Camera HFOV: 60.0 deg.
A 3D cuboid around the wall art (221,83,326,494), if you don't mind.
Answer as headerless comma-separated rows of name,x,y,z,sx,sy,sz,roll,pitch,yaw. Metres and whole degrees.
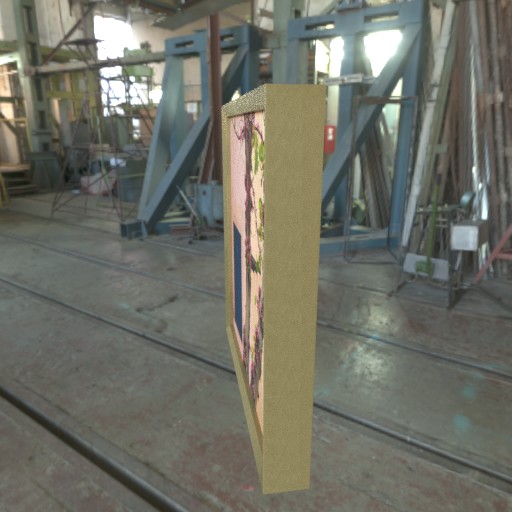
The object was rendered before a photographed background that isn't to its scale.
wall art,0.000,0.000,0.456,0.038,0.305,0.304,-3,16,-9
